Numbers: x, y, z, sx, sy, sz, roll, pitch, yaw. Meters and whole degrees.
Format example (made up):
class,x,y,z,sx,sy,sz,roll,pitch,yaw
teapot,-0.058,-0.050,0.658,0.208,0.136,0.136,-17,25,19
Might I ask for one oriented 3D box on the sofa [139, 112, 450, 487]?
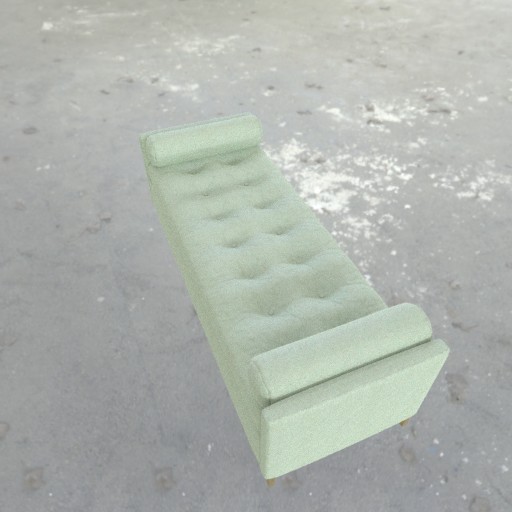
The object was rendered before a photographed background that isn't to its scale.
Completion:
class,x,y,z,sx,sy,sz,roll,pitch,yaw
sofa,0.000,0.000,2.474,0.796,0.705,2.102,-16,47,-16
